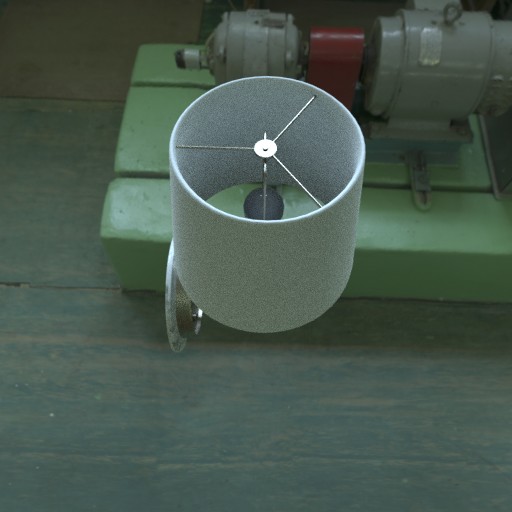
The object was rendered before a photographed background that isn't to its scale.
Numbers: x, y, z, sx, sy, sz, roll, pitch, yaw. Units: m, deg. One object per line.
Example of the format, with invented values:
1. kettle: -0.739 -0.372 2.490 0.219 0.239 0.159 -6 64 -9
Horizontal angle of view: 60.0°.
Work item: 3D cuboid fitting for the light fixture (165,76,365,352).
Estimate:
1. light fixture: 0.000 0.000 0.445 0.188 0.337 0.168 1 64 0
